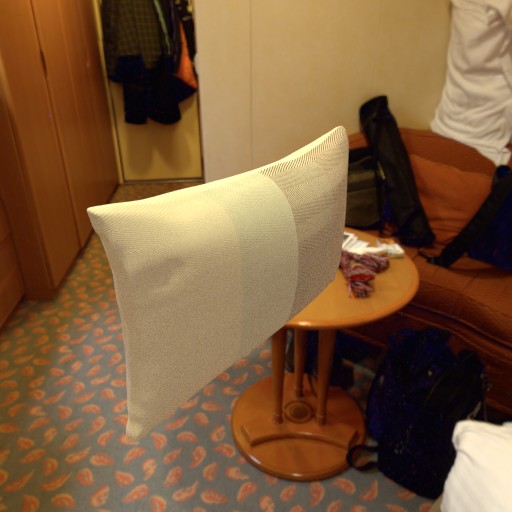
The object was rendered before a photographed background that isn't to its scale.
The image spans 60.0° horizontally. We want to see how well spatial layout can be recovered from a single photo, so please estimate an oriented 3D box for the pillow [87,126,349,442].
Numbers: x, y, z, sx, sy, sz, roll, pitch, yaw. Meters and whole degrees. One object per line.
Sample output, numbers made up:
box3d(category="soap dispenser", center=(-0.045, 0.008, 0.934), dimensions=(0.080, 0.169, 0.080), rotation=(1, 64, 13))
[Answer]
box3d(category="pillow", center=(0.000, 0.000, 0.650), dimensions=(0.139, 0.305, 0.506), rotation=(18, 32, 33))
